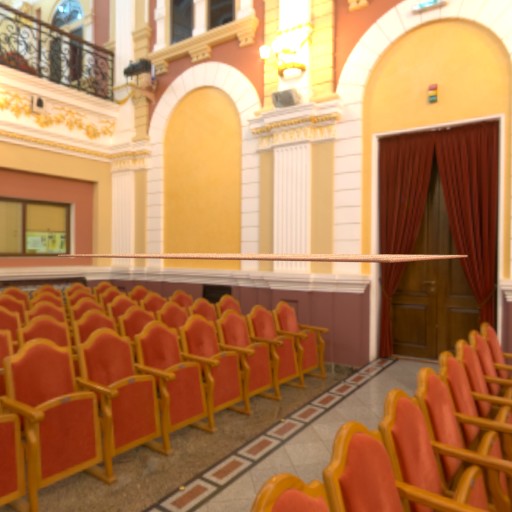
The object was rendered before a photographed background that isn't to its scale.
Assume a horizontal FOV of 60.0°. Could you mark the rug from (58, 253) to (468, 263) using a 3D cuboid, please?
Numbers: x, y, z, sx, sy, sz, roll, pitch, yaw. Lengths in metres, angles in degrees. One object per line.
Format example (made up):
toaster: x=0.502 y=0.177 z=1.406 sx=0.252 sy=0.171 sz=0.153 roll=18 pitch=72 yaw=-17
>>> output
rug: x=0.000 y=0.000 z=3.103 sx=2.438 sy=0.014 sz=1.523 roll=1 pitch=1 yaw=36
